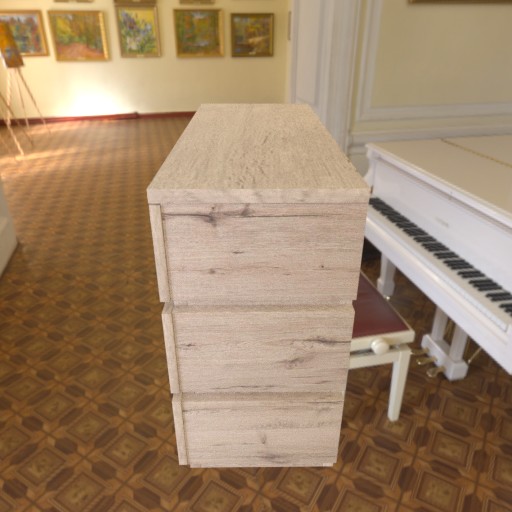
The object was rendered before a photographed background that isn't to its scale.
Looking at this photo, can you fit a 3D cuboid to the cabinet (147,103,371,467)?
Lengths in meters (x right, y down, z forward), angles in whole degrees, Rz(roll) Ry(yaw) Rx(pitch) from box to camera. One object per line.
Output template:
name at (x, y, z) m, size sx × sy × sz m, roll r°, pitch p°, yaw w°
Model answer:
cabinet at (0.000, 0.000, 1.480) m, size 0.420 × 0.820 × 1.040 m, roll 0°, pitch 27°, yaw -1°
